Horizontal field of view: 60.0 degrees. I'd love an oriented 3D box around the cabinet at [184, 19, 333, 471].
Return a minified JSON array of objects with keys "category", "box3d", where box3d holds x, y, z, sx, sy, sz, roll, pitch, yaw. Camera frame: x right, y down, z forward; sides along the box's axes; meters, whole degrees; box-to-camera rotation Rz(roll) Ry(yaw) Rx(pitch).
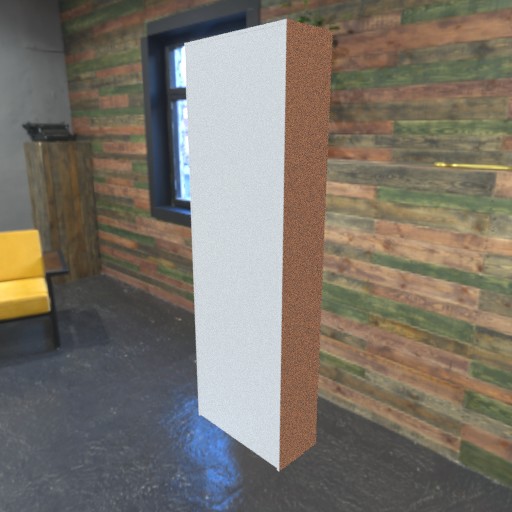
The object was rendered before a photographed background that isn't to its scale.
[{"category":"cabinet","box3d":[0.000,0.000,1.813,0.255,1.630,0.520,-15,21,-43]}]
